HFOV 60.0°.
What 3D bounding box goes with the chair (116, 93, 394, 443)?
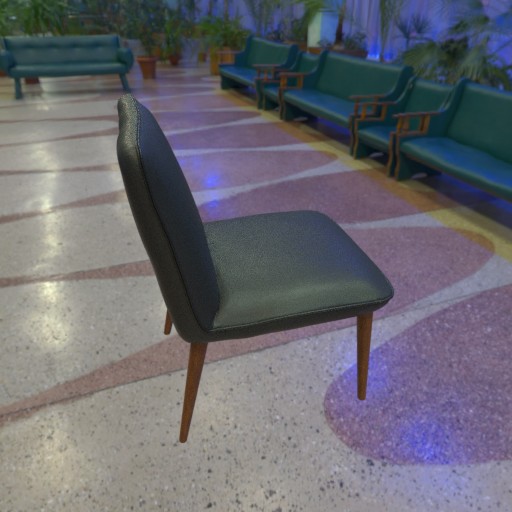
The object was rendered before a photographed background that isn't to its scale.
[{"bbox_3d":[0.000,0.000,1.208,0.645,0.801,0.543,-11,33,-17],"label":"chair"}]
